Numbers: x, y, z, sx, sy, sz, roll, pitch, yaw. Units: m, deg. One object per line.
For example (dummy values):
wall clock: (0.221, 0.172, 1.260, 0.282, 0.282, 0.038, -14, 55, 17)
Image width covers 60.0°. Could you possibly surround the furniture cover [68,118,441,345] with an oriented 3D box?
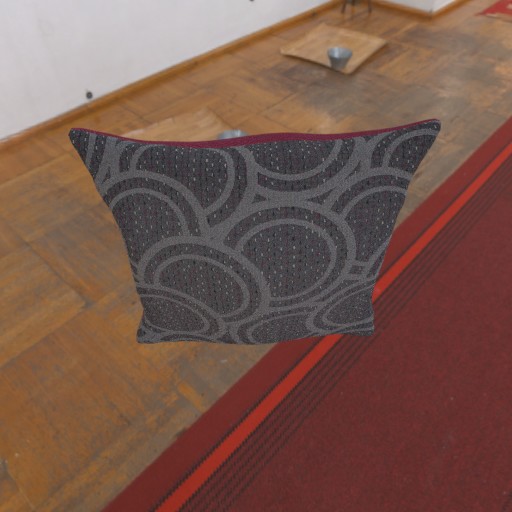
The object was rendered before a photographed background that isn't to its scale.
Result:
furniture cover: (0.000, 0.000, 0.787, 0.514, 0.513, 0.163, -2, 46, -2)
